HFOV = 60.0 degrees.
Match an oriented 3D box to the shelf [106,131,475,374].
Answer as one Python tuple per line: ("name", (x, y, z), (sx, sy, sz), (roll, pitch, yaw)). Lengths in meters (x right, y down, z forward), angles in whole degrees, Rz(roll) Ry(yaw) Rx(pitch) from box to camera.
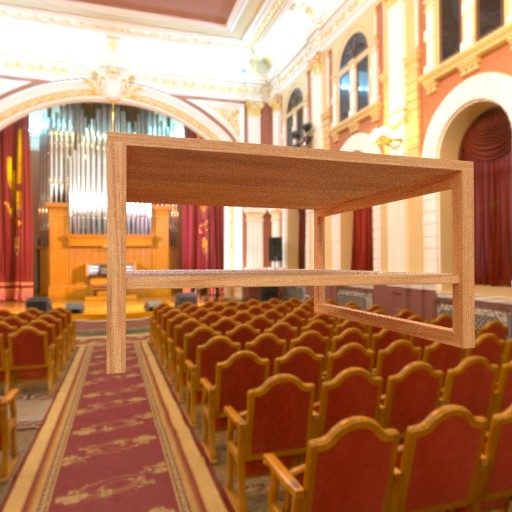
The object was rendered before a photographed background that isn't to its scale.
("shelf", (0.000, 0.000, 1.437), (0.899, 0.480, 0.899), (0, -1, -17))
